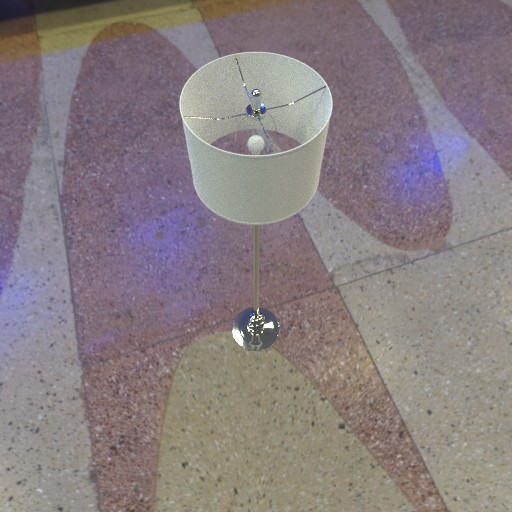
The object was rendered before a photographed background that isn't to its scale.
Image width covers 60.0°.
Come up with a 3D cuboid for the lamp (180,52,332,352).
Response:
[{"bbox_3d":[0.000,0.000,1.653,0.356,1.487,0.356,-15,60,-9],"label":"lamp"}]
